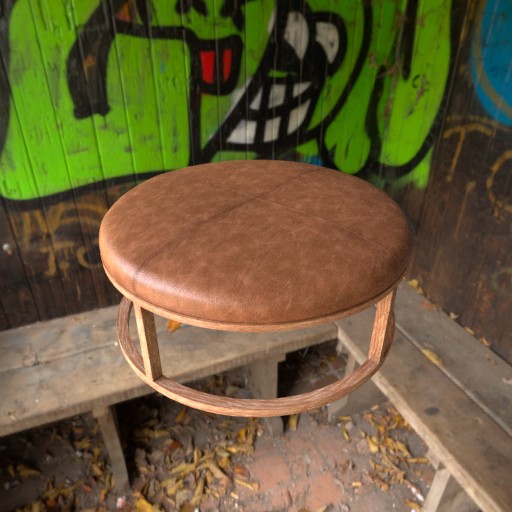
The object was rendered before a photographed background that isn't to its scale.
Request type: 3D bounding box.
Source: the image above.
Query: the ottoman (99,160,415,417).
[{"bbox_3d":[0.000,0.000,1.540,1.006,0.445,1.006,0,31,0],"label":"ottoman"}]
